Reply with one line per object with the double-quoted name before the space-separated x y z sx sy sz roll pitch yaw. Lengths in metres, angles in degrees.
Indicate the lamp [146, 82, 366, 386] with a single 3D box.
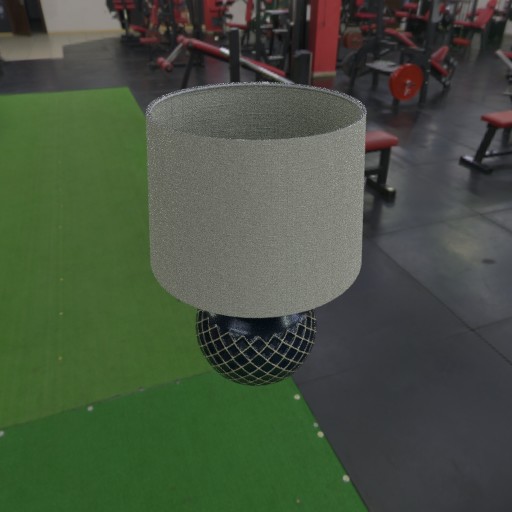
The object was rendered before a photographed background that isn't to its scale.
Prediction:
"lamp" 0.000 0.000 0.812 0.376 0.540 0.376 0 33 0
